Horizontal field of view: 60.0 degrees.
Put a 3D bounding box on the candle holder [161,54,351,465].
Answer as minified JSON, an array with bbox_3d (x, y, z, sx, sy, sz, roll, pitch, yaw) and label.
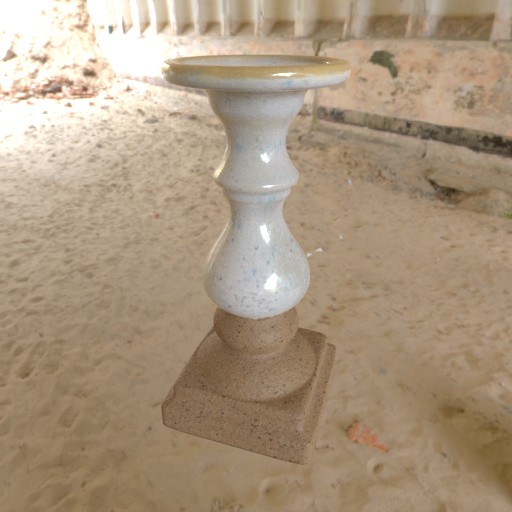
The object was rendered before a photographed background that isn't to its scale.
[{"bbox_3d":[0.000,0.000,0.294,0.110,0.239,0.110,9,29,16],"label":"candle holder"}]
